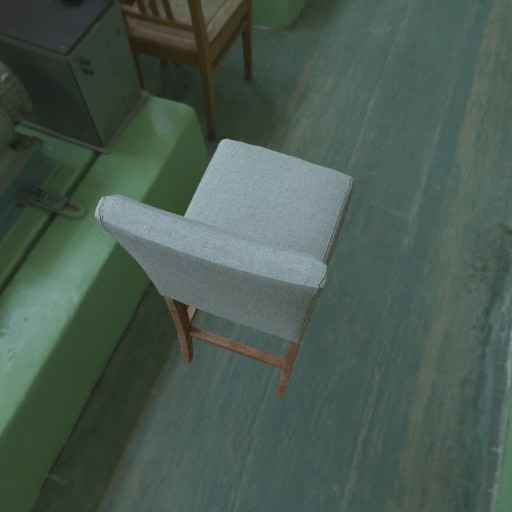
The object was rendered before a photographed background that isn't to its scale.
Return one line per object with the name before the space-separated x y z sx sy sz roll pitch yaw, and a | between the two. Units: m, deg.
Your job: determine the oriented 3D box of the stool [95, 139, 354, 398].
stool | 0.000 0.000 1.335 0.439 1.088 0.570 18 65 9
